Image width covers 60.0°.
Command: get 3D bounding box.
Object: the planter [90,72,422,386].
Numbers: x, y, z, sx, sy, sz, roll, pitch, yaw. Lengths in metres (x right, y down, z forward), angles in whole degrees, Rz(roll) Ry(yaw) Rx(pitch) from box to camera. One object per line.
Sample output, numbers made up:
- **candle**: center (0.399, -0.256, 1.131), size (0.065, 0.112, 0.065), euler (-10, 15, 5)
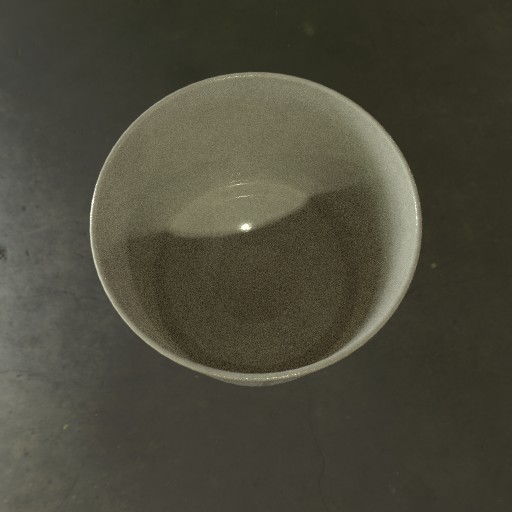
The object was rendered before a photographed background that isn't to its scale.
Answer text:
- **planter**: center (0.000, 0.000, 0.340), size (0.190, 0.181, 0.190), euler (0, 73, 0)
